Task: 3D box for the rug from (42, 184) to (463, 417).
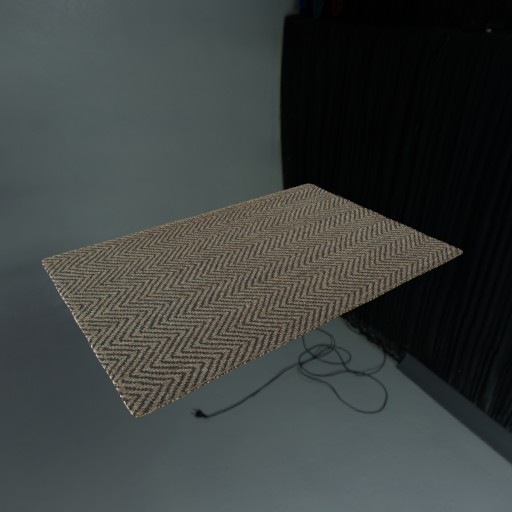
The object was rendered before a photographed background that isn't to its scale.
[{"bbox_3d":[0.000,0.000,2.291,1.828,0.008,1.219,-20,36,-30],"label":"rug"}]
